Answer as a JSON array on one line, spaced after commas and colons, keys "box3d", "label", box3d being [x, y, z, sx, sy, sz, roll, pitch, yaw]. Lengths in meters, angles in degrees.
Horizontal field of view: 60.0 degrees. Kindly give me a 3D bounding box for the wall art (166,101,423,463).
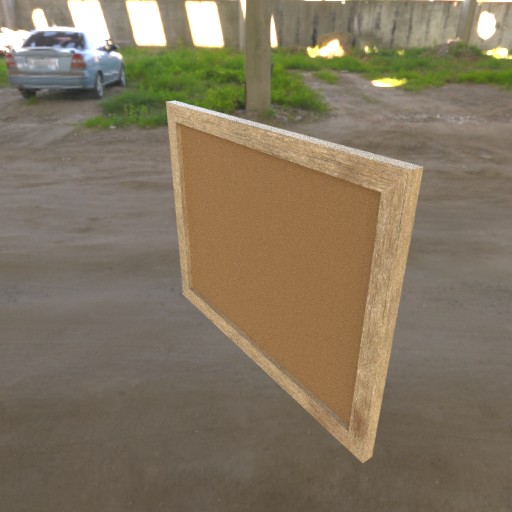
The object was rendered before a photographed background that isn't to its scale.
[{"box3d": [0.000, 0.000, 0.922, 0.026, 0.535, 0.690, -18, 32, -31], "label": "wall art"}]
